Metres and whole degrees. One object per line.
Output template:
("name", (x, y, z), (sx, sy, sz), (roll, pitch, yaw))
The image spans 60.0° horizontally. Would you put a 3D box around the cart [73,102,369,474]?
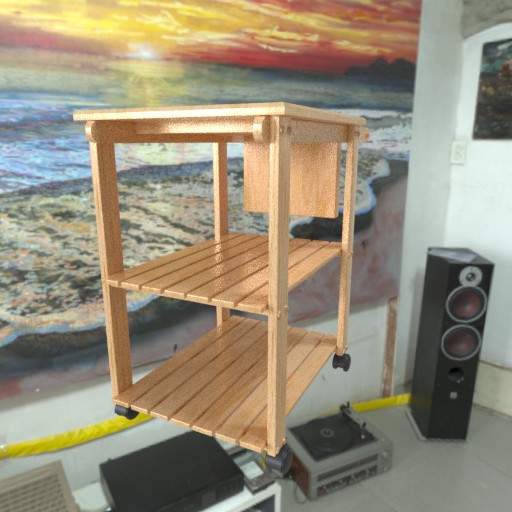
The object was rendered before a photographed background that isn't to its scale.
("cart", (0.000, 0.000, 1.338), (0.520, 0.816, 0.843), (7, 16, 26))
